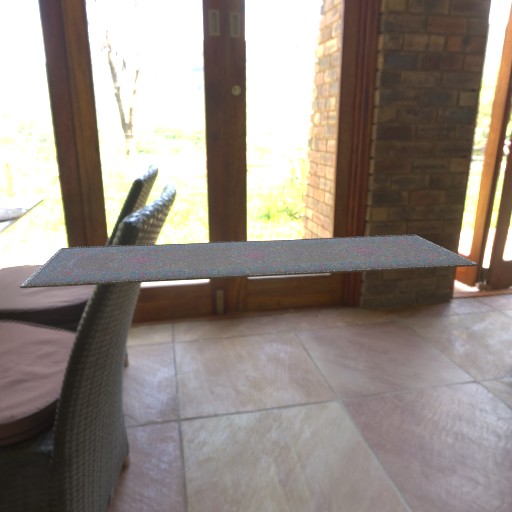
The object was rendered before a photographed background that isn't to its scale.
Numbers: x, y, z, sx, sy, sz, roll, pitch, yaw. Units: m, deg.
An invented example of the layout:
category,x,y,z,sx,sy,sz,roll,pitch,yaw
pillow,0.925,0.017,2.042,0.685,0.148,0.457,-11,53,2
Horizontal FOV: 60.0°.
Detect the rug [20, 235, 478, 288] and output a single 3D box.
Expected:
category,x,y,z,sx,sy,sz,roll,pitch,yaw
rug,0.000,0.000,2.006,1.827,0.012,0.553,-2,16,-8
